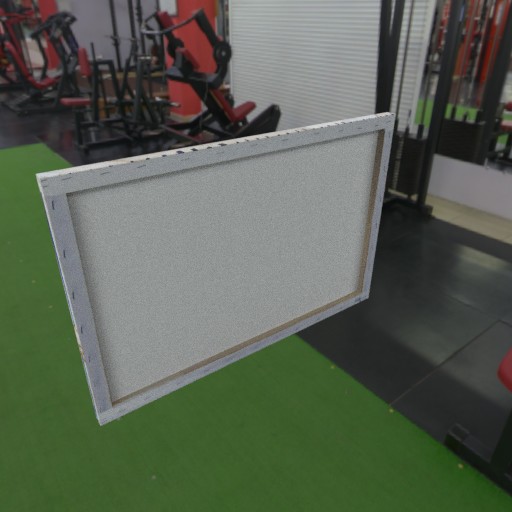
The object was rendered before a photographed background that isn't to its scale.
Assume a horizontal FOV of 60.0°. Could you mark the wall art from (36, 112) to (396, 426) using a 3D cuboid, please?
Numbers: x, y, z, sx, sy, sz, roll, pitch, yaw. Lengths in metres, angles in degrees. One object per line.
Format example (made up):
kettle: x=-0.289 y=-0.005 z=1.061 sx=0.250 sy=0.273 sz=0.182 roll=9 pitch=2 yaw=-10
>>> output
wall art: x=0.000 y=0.000 z=1.418 sx=1.143 sy=0.757 sz=0.038 roll=-19 pitch=34 yaw=-30
